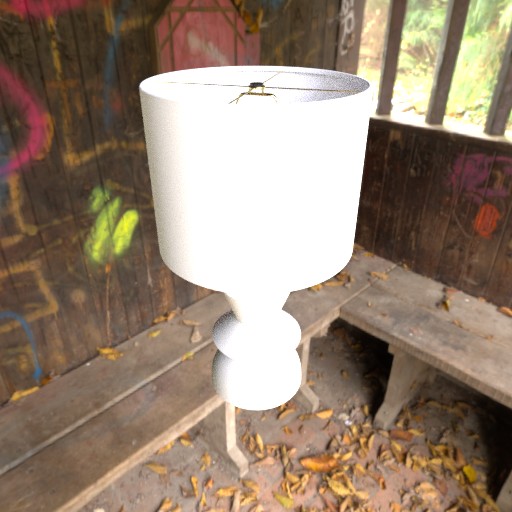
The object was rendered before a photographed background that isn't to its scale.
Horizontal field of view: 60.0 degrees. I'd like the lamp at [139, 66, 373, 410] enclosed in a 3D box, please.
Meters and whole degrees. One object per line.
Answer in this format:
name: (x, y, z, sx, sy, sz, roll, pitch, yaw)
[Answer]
lamp: (0.000, 0.000, 0.718, 0.301, 0.533, 0.301, 8, 31, 14)
